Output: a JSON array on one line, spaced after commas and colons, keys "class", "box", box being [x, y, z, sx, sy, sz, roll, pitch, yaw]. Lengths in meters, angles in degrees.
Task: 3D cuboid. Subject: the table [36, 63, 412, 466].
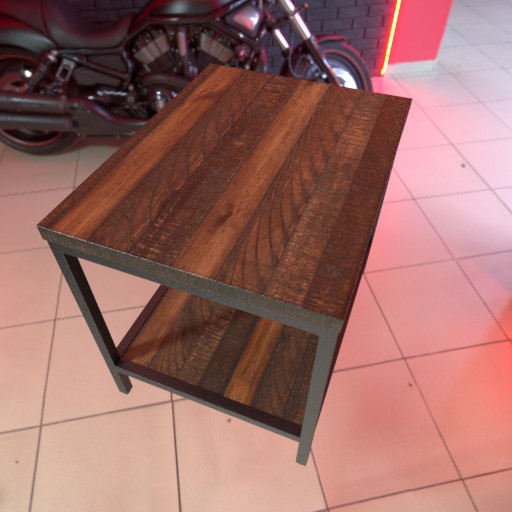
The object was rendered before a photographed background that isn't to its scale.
[{"class": "table", "box": [0.000, 0.000, 1.112, 0.524, 0.612, 0.678, 16, 49, 15]}]
